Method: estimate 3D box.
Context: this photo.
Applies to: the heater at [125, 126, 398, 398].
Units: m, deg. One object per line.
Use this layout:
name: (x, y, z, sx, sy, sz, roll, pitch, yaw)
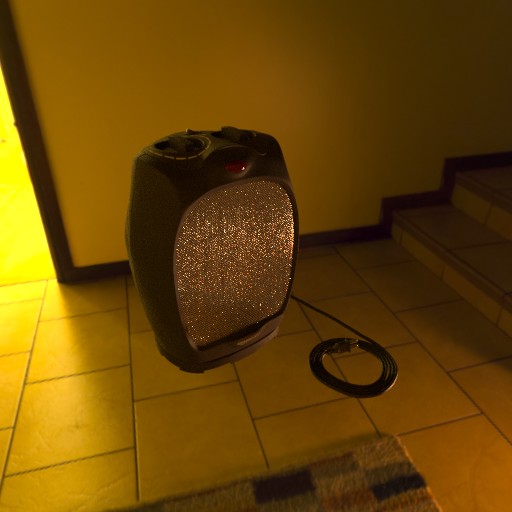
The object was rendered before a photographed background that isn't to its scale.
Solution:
heater: (0.000, 0.000, 0.484, 0.239, 0.255, 0.291, -20, 35, -31)
